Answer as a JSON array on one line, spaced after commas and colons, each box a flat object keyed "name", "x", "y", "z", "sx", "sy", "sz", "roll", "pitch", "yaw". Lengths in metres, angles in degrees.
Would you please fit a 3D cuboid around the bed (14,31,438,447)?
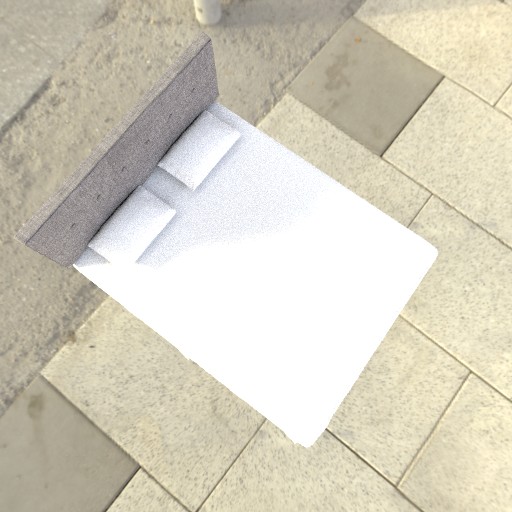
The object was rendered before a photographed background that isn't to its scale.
[{"name": "bed", "x": 0.000, "y": 0.000, "z": 2.867, "sx": 1.958, "sy": 1.168, "sz": 1.621, "roll": 36, "pitch": 78, "yaw": 9}]
